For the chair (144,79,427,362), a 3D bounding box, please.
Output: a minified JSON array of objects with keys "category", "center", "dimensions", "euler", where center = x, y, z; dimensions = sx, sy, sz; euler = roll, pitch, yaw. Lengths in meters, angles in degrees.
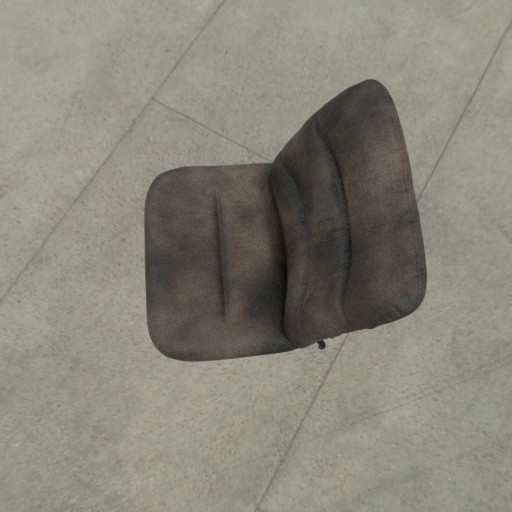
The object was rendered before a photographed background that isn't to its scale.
[{"category":"chair","center":[0.000,0.000,1.237],"dimensions":[0.622,0.870,0.549],"euler":[-5,75,-1]}]
